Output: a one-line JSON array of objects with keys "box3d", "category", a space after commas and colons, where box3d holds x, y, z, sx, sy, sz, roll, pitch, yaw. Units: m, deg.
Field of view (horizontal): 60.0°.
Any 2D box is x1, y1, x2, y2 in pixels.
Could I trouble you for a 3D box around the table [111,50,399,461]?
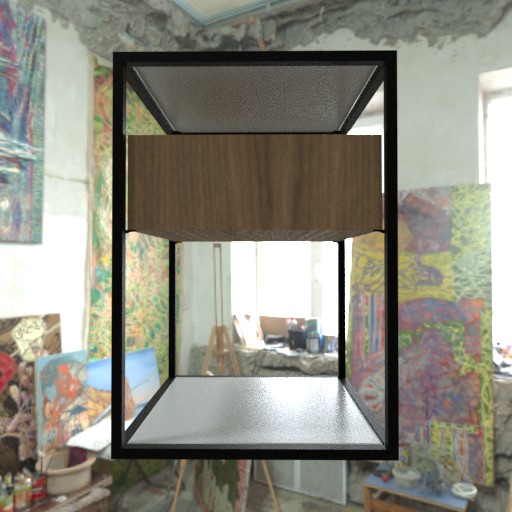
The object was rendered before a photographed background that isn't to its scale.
[{"box3d": [0.000, 0.000, 0.774, 0.378, 0.540, 0.378, 0, -1, 1], "category": "table"}]
